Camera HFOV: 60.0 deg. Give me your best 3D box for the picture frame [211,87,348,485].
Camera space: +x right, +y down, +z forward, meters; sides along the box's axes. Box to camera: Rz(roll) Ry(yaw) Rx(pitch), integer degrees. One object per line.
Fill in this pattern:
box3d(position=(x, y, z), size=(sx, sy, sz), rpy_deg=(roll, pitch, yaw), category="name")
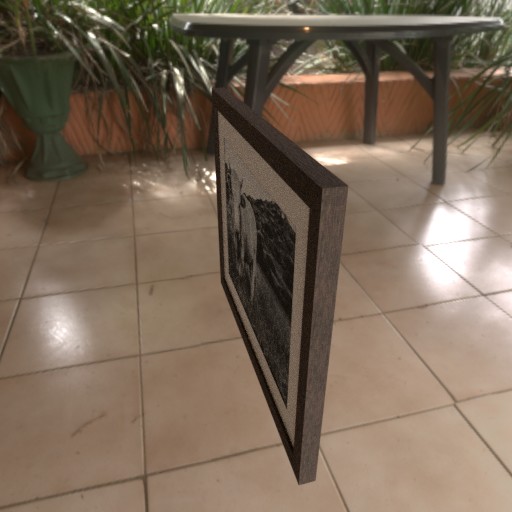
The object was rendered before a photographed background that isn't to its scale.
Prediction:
box3d(position=(0.000, 0.000, 0.754), size=(0.026, 0.455, 0.546), rpy_deg=(-8, 31, -14), category="picture frame")
